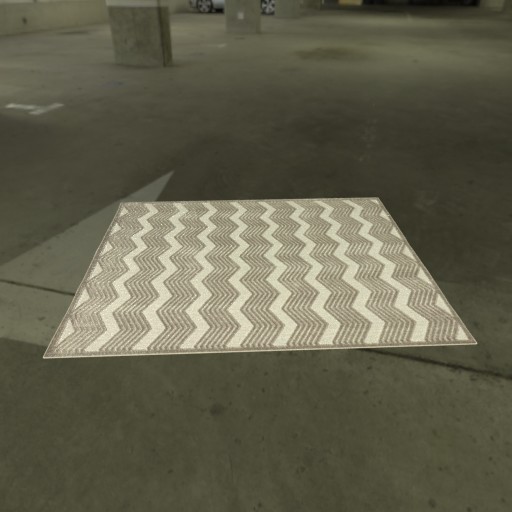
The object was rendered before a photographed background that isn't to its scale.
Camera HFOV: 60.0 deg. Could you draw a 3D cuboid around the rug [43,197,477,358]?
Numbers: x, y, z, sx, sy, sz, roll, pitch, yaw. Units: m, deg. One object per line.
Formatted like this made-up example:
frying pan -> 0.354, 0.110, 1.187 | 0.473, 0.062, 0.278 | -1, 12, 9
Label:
rug -> 0.000, 0.000, 3.944 | 2.880, 0.005, 2.391 | -1, 32, -2
